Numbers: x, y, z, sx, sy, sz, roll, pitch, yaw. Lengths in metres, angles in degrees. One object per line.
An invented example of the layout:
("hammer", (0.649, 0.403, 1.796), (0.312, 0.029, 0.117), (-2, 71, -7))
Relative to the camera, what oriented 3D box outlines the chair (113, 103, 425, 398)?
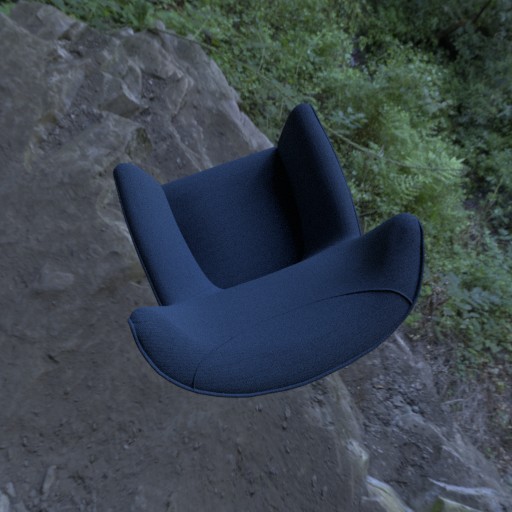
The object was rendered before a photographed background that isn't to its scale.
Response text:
("chair", (0.000, 0.000, 1.582), (0.781, 0.933, 0.888), (-20, 77, -5))
